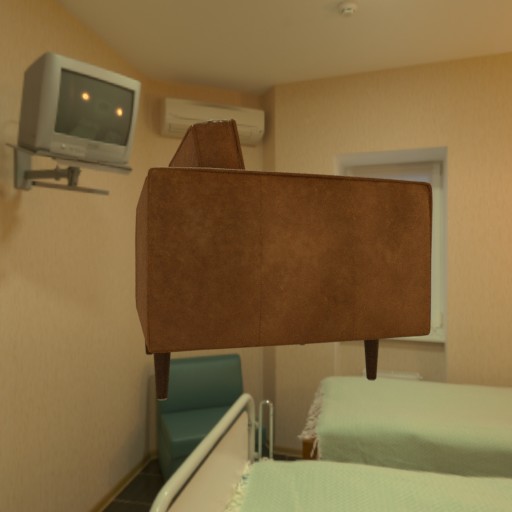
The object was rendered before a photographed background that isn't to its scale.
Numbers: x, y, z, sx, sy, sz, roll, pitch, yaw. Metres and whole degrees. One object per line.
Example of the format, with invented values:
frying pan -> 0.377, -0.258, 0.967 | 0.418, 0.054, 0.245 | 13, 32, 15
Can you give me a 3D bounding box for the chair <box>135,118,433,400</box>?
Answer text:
chair -> 0.000, 0.000, 1.556 | 0.798, 0.767, 0.928 | 0, 0, -17
